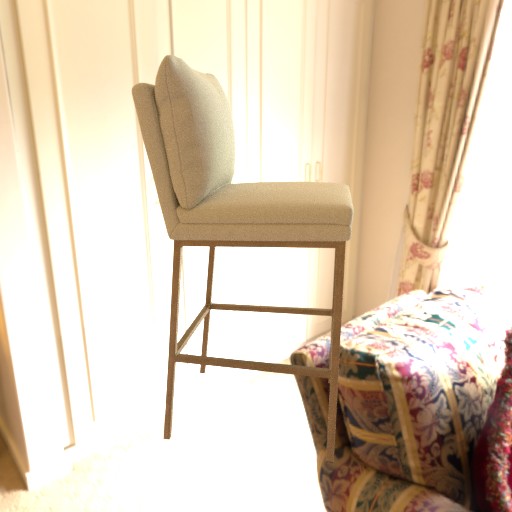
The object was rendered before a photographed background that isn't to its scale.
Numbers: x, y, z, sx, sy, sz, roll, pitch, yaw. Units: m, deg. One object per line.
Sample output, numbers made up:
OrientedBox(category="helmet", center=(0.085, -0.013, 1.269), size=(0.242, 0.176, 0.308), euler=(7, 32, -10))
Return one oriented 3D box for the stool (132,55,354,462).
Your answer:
OrientedBox(category="stool", center=(0.000, 0.000, 1.405), size=(0.572, 1.125, 0.463), euler=(3, 16, 9))
